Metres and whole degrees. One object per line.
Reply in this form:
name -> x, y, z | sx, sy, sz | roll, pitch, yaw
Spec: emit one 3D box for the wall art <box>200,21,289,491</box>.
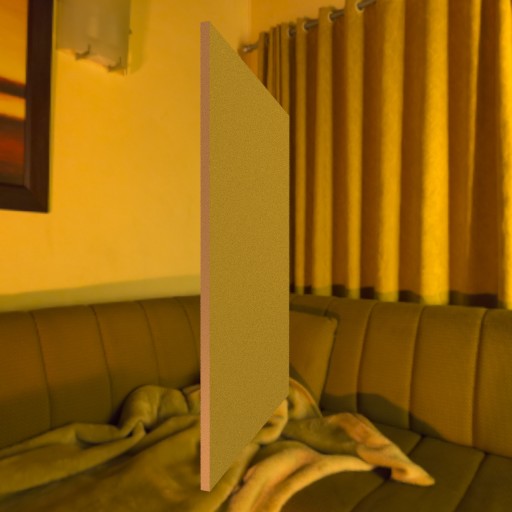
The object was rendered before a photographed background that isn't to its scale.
wall art -> 0.000, 0.000, 0.602 | 0.010, 0.474, 0.325 | 0, 0, 18
